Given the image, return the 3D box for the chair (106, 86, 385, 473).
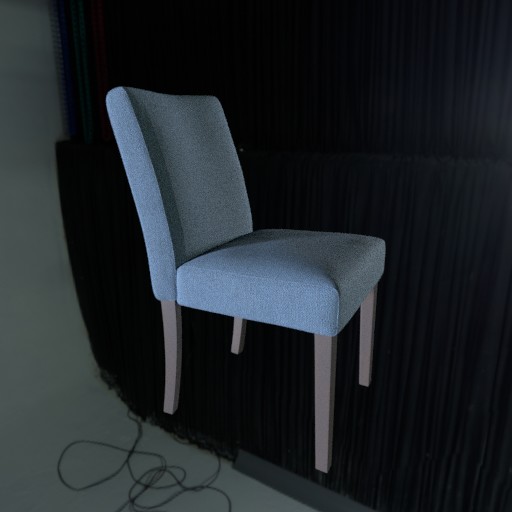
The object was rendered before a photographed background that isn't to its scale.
[{"bbox_3d":[0.000,0.000,1.243,0.629,0.882,0.487,8,18,26],"label":"chair"}]
